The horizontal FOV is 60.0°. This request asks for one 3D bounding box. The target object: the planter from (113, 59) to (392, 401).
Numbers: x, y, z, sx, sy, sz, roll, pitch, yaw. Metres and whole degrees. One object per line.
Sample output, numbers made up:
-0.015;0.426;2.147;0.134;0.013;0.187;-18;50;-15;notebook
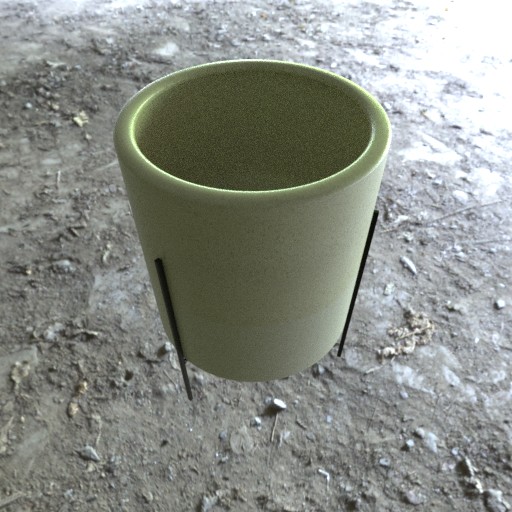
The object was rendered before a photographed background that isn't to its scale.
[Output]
0.000;0.000;0.698;0.333;0.483;0.324;9;47;8;planter
